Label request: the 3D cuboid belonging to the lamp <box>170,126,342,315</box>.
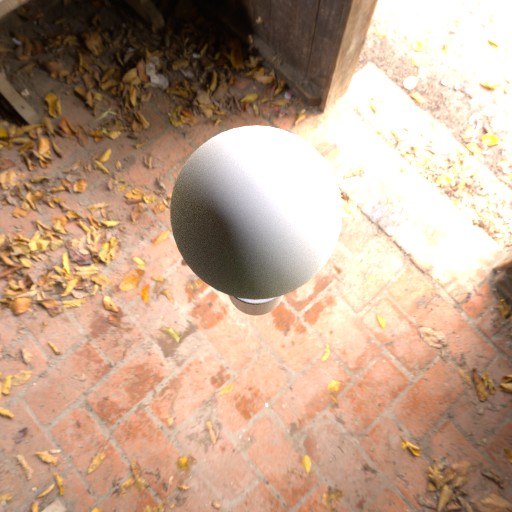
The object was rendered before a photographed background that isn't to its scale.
[{"bbox_3d":[0.000,0.000,0.560,0.153,0.480,0.153,0,77,0],"label":"lamp"}]
